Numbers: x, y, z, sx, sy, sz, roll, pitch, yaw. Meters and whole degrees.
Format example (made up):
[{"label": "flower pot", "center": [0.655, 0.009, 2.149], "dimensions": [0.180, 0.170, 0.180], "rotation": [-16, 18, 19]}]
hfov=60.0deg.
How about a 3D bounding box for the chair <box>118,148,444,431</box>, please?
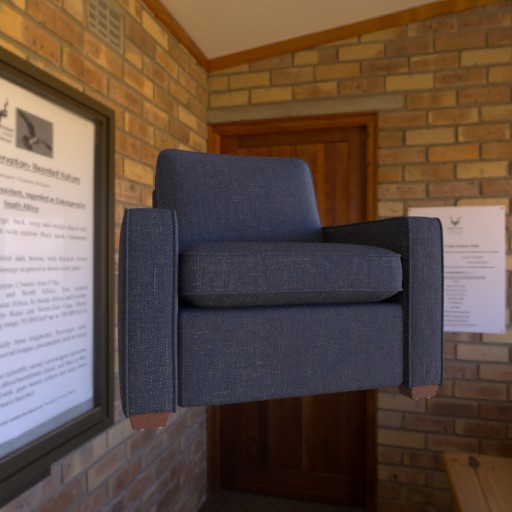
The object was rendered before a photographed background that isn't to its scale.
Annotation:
[{"label": "chair", "center": [0.000, 0.000, 1.708], "dimensions": [1.017, 0.919, 0.940], "rotation": [0, 0, -17]}]
